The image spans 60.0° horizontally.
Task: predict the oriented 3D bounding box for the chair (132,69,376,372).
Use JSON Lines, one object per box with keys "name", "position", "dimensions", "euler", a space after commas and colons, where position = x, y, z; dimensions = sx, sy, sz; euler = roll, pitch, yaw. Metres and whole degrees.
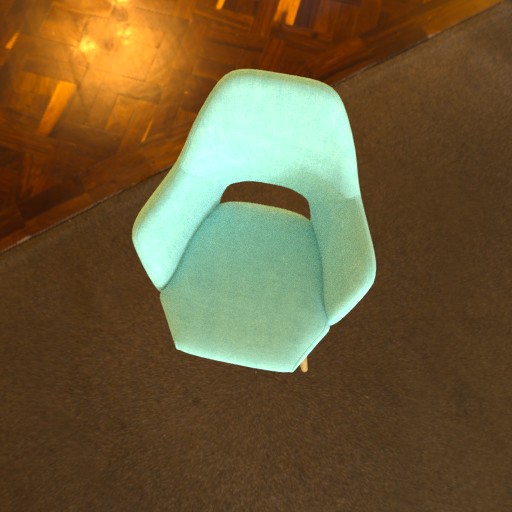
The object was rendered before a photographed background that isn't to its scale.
{"name": "chair", "position": [0.000, 0.000, 1.267], "dimensions": [0.590, 0.840, 0.610], "euler": [11, 76, 3]}
